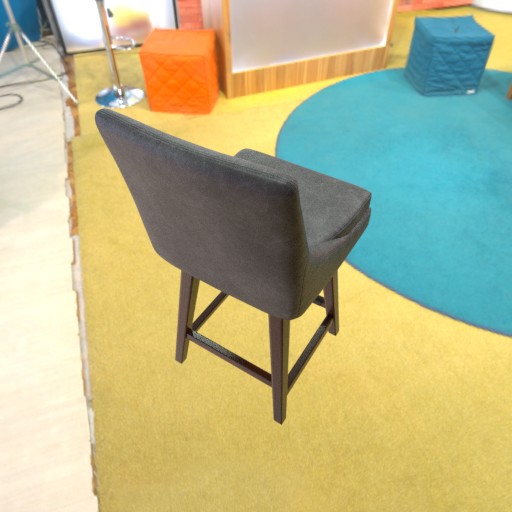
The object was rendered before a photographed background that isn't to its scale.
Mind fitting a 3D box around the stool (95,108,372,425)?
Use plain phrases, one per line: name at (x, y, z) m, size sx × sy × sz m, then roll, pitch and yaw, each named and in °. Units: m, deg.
stool at (0.000, 0.000, 1.344) m, size 0.492 × 1.046 × 0.587 m, roll 24°, pitch 50°, yaw 22°
